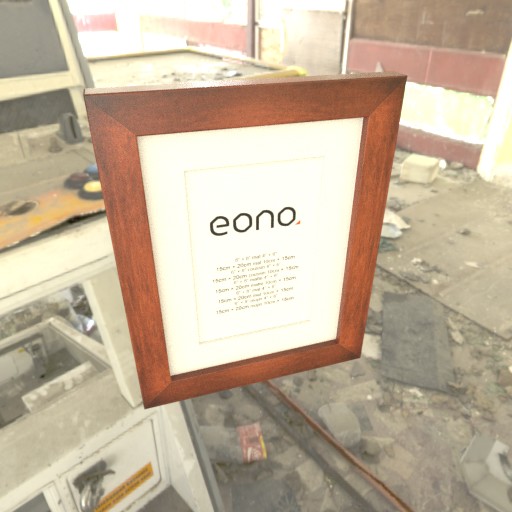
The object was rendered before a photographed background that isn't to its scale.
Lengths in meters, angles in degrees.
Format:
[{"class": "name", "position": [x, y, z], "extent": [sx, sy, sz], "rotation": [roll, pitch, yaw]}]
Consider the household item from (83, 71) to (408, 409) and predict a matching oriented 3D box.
[{"class": "household item", "position": [0.000, 0.000, 0.336], "extent": [0.200, 0.250, 0.020], "rotation": [-9, 33, -15]}]
